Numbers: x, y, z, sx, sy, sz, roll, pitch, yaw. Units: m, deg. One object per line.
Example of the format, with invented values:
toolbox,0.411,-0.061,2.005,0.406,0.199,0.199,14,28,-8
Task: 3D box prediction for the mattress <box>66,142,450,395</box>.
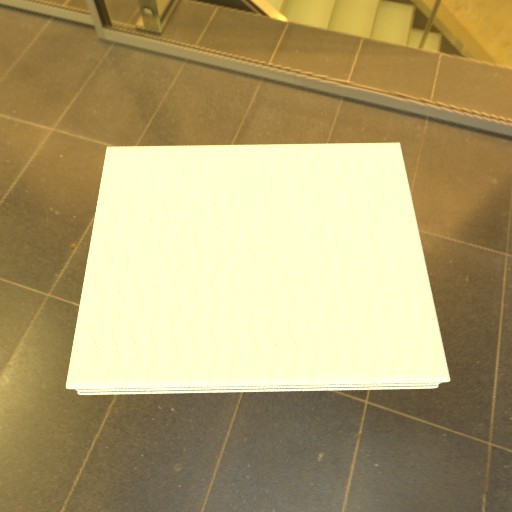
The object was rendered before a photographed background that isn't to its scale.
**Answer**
mattress,0.000,0.000,2.748,2.000,0.230,1.600,-1,63,0
